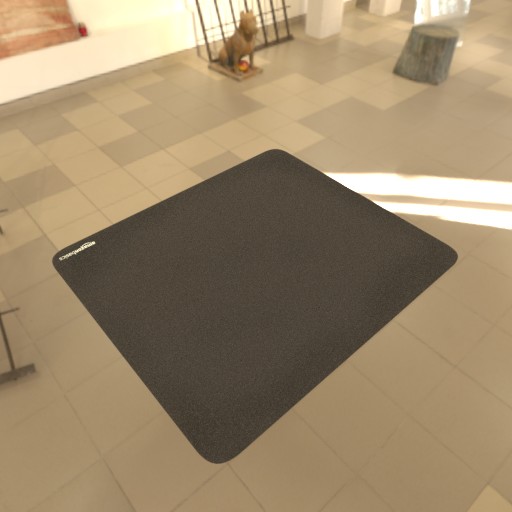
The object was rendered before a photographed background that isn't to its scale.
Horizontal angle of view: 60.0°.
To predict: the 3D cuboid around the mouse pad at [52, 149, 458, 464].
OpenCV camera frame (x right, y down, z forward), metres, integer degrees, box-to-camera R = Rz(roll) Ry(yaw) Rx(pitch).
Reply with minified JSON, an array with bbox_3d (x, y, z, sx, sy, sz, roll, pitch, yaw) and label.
[{"bbox_3d":[0.000,0.000,0.633,0.451,0.002,0.393,-32,53,-28],"label":"mouse pad"}]
